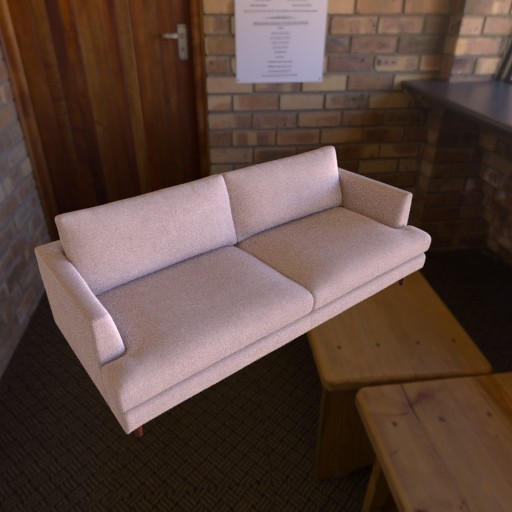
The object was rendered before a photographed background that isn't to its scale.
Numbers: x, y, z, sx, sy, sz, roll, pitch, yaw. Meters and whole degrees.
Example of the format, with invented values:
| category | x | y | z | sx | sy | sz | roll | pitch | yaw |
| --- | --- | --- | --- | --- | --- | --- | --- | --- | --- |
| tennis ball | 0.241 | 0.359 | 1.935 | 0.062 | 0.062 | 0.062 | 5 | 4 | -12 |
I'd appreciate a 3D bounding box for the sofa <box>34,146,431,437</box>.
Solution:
| category | x | y | z | sx | sy | sz | roll | pitch | yaw |
| --- | --- | --- | --- | --- | --- | --- | --- | --- | --- |
| sofa | 0.000 | 0.000 | 2.727 | 2.250 | 0.868 | 1.020 | -22 | 37 | -33 |
